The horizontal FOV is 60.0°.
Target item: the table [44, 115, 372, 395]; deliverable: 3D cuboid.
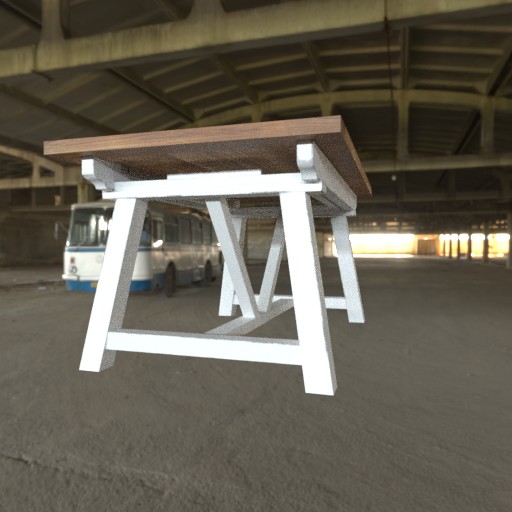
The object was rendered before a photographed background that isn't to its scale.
[{"bbox_3d":[0.000,0.000,1.975,0.922,0.743,1.503,0,1,18],"label":"table"}]
